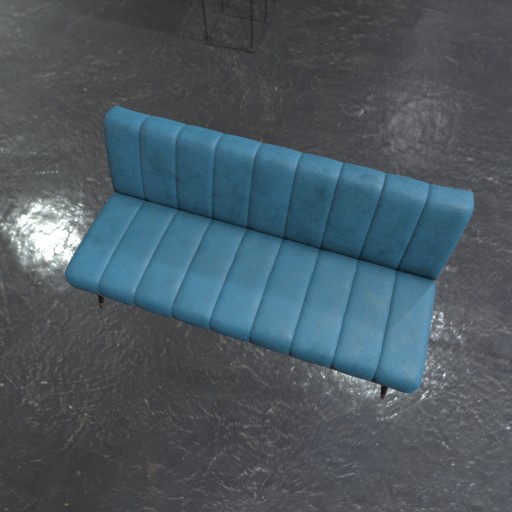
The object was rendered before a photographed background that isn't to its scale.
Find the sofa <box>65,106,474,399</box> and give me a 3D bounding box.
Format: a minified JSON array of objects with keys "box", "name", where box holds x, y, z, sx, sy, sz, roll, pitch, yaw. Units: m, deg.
[{"box":[0.000,0.000,2.268,1.810,0.825,0.830,16,61,9],"name":"sofa"}]
